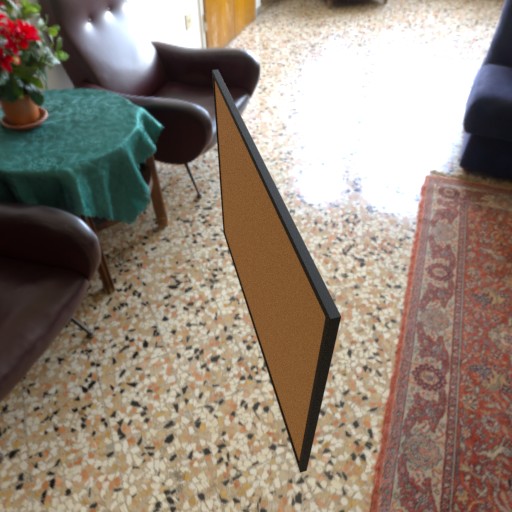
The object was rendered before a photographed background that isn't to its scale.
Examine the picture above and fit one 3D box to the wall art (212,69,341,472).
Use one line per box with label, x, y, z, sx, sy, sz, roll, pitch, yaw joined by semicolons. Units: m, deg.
wall art;0.000;0.000;0.863;0.013;0.458;0.664;-11;46;-10
